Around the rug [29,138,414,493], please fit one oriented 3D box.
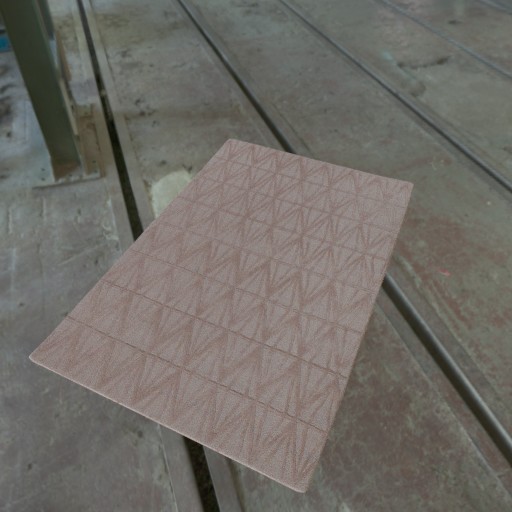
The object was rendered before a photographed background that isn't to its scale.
[{"bbox_3d":[0.000,0.000,2.216,1.230,0.025,1.837,19,49,17],"label":"rug"}]
